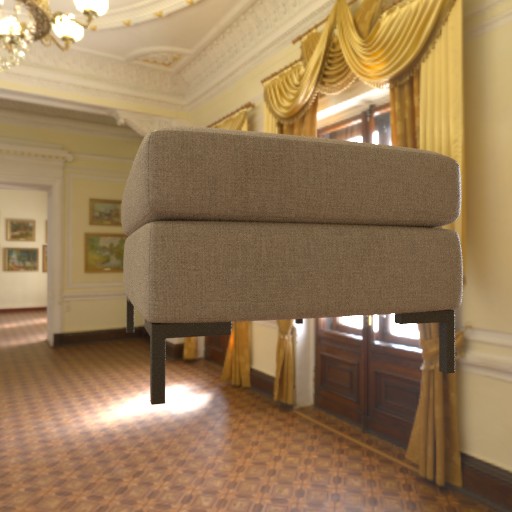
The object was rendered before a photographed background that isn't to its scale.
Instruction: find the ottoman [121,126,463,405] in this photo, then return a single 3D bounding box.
[{"bbox_3d":[0.000,0.000,1.185,0.671,0.490,0.820,0,0,-19],"label":"ottoman"}]
